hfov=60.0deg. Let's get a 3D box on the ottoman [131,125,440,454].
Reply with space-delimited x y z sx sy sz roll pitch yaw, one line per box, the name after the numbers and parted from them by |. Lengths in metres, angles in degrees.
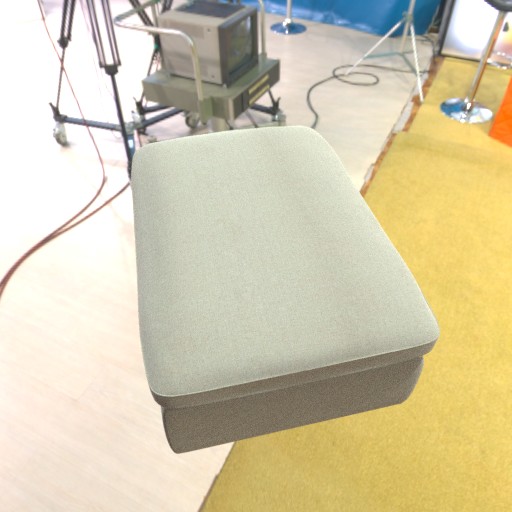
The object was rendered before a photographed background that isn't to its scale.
0.000 0.000 1.373 0.686 0.453 0.984 -9 46 -9 | ottoman
